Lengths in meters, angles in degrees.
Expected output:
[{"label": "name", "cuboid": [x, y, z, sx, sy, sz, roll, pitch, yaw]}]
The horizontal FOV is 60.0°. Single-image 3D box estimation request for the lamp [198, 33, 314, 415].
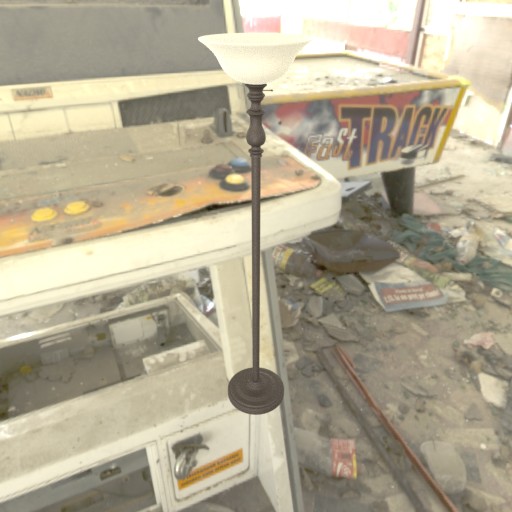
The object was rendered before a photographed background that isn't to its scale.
[{"label": "lamp", "cuboid": [0.000, 0.000, 2.025, 0.405, 1.797, 0.405, 1, 31, 1]}]
